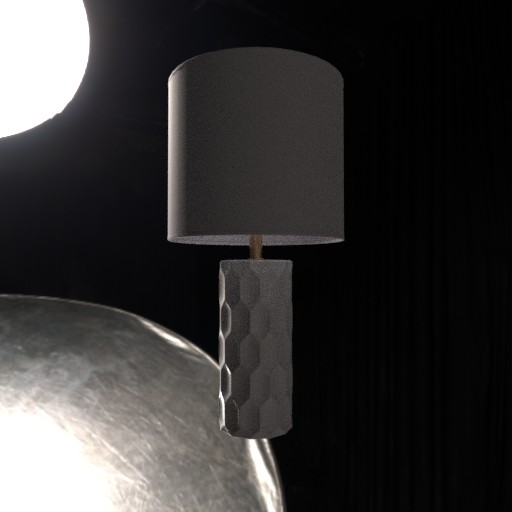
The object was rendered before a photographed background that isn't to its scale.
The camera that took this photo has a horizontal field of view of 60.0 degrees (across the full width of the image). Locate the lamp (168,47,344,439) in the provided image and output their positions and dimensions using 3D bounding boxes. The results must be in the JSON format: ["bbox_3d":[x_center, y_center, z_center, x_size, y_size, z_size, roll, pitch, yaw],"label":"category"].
[{"bbox_3d":[0.000,0.000,0.706,0.277,0.537,0.277,1,-2,-37],"label":"lamp"}]
